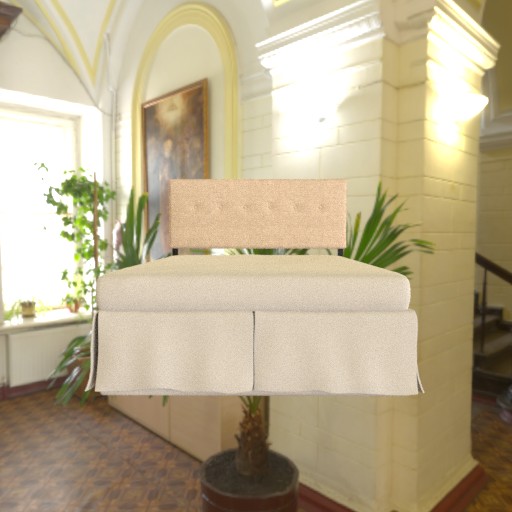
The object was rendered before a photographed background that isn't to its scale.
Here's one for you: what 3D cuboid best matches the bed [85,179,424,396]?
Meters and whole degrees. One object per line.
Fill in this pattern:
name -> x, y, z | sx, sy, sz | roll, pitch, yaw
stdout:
bed -> 0.000, 0.000, 3.033 | 1.643, 1.270, 1.978 | 0, 3, 1
